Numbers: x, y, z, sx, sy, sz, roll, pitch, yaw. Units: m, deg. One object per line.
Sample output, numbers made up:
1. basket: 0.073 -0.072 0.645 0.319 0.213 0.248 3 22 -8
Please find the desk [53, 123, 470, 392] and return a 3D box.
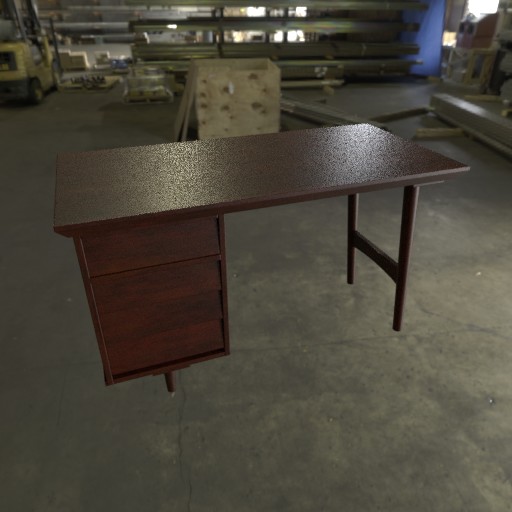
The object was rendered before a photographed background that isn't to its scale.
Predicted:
1. desk: 0.000 0.000 1.705 1.277 0.758 0.612 -11 32 -17
